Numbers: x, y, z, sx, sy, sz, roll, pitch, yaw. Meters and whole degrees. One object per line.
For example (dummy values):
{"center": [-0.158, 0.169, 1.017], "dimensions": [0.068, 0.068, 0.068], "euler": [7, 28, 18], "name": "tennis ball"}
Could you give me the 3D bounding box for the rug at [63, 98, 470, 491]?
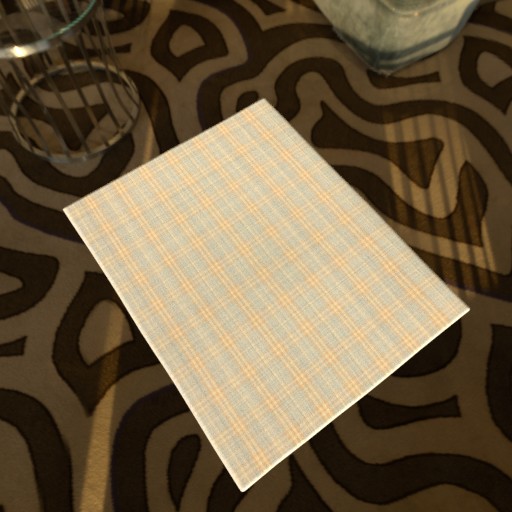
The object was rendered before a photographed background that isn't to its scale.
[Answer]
{"center": [0.000, 0.000, 4.126], "dimensions": [2.462, 0.030, 3.066], "euler": [-33, 69, -14], "name": "rug"}
